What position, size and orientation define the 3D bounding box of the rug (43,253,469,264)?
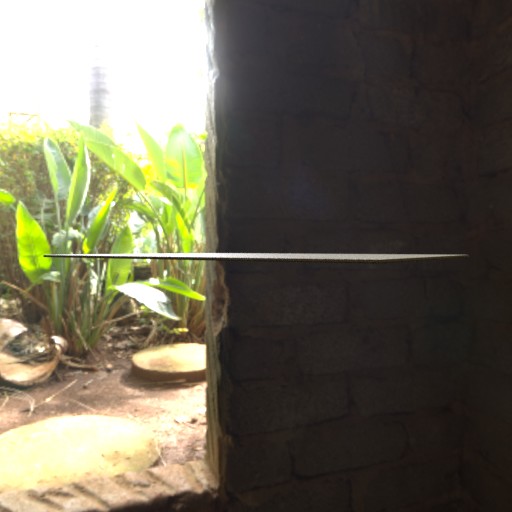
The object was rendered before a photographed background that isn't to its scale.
[{"bbox_3d":[0.000,0.000,2.724,2.132,0.015,1.526,1,1,36],"label":"rug"}]
